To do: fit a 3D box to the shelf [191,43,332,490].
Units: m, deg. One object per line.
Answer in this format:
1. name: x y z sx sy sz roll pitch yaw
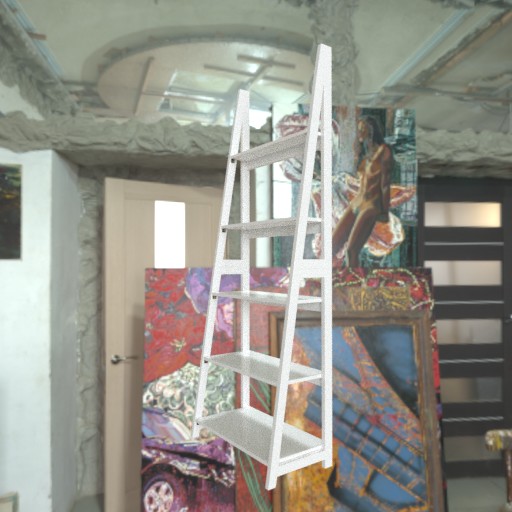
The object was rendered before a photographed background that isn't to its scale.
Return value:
1. shelf: 0.000 0.000 2.040 0.341 1.779 0.636 0 -1 -36
